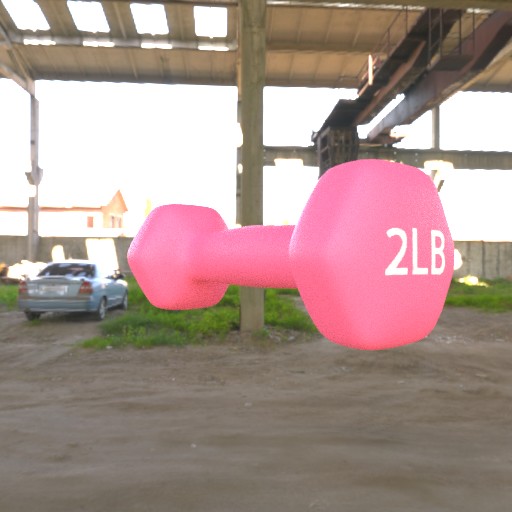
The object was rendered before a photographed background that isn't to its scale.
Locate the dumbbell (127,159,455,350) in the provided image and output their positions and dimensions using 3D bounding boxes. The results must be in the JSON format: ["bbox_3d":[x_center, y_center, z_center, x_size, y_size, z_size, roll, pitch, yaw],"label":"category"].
[{"bbox_3d":[0.000,0.000,0.177,0.058,0.053,0.146,0,-1,-36],"label":"dumbbell"}]
